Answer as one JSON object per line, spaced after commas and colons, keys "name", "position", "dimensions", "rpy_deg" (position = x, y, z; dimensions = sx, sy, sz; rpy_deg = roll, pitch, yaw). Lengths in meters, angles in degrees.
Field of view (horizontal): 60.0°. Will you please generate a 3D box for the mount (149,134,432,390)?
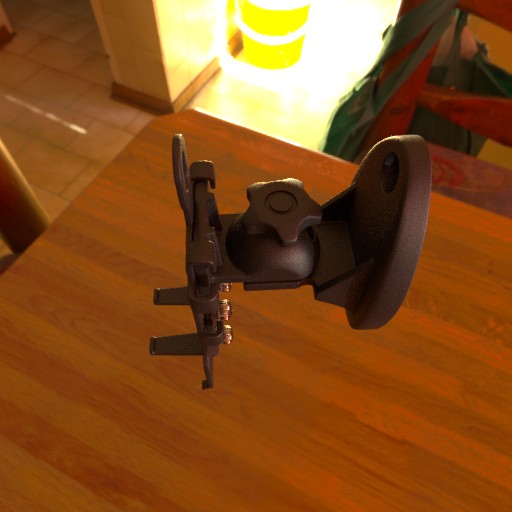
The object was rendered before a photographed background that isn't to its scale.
{"name": "mount", "position": [0.000, 0.000, 0.172], "dimensions": [0.100, 0.118, 0.066], "rpy_deg": [-3, 57, -2]}
